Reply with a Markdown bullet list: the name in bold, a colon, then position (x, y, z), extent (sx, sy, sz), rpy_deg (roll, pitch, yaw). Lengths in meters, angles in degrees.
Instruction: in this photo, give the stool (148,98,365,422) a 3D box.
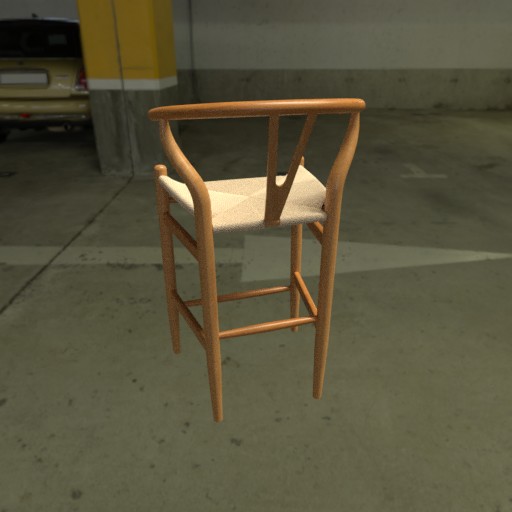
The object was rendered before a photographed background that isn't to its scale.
- **stool**: position (0.000, 0.000, 1.382), extent (0.569, 0.970, 0.579), rpy_deg (-7, 26, -16)
